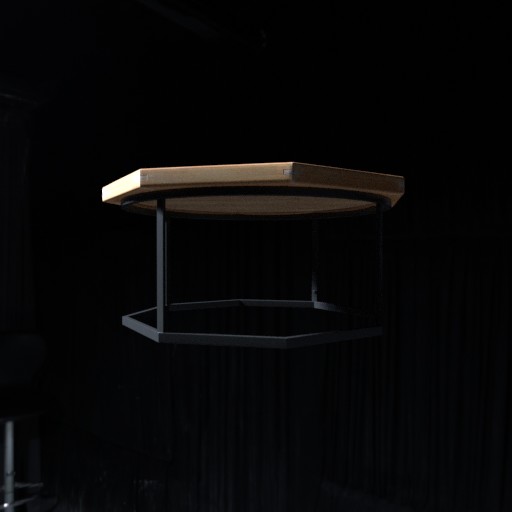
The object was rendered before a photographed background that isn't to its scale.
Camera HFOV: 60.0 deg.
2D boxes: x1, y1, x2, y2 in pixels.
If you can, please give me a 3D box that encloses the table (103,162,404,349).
[{"bbox_3d":[0.000,0.000,1.514,1.002,0.444,1.002,0,1,0],"label":"table"}]
